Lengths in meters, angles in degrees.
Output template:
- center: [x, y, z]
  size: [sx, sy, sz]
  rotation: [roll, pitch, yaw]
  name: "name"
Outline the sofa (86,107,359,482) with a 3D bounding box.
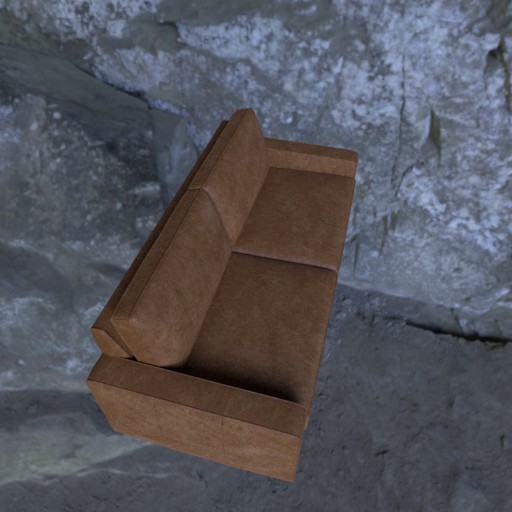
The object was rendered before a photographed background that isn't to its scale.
- center: [0.000, 0.000, 2.639]
  size: [0.991, 0.928, 2.156]
  rotation: [11, 48, 10]
  name: "sofa"
